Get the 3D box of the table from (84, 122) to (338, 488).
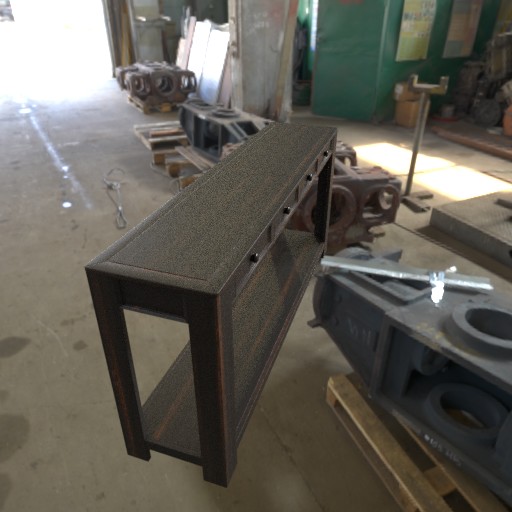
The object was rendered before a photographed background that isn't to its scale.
[{"bbox_3d":[0.000,0.000,1.946,0.384,0.762,1.631,10,32,16],"label":"table"}]
